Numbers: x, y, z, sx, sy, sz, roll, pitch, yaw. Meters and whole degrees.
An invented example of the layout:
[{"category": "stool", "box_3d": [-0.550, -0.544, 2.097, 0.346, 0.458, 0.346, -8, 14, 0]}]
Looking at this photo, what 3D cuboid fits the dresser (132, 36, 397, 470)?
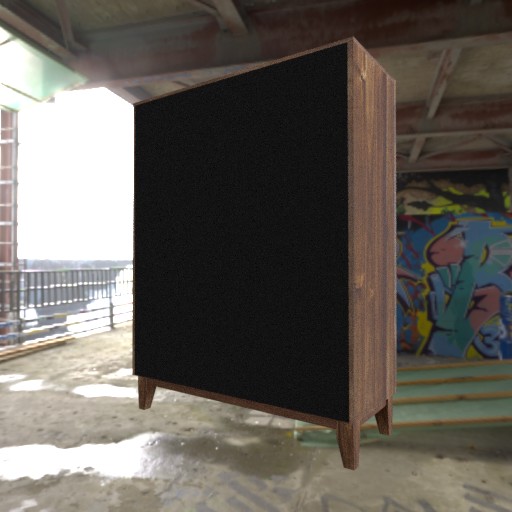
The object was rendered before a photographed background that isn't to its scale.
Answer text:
[{"category": "dresser", "box_3d": [0.000, 0.000, 1.888, 1.062, 1.393, 0.442, 0, -1, 35]}]
